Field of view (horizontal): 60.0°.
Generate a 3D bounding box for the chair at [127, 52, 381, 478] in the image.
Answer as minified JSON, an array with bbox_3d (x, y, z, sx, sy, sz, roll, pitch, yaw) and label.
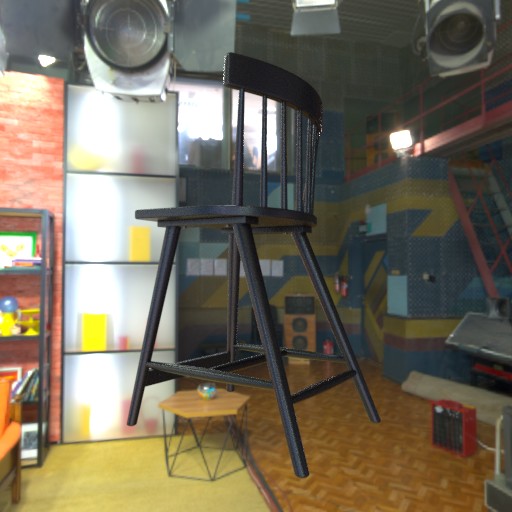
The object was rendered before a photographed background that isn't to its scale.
[{"bbox_3d":[0.000,0.000,1.276,0.572,0.952,0.483,-2,-3,36],"label":"chair"}]
